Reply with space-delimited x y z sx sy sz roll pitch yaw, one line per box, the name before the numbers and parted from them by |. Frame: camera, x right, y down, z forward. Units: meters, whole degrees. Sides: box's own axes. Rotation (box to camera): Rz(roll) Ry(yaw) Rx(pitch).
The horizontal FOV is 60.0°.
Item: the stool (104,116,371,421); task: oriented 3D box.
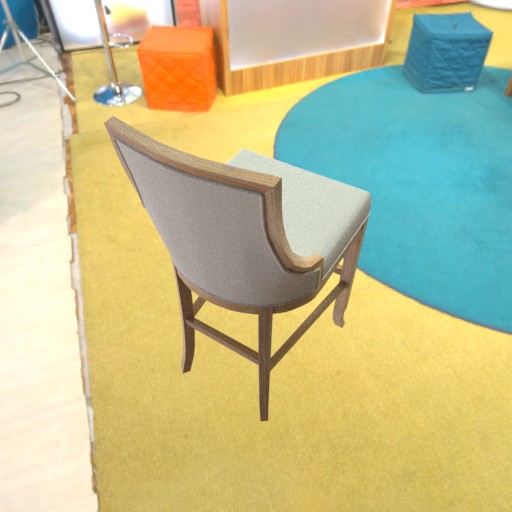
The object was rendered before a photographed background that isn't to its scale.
stool | 0.000 0.000 1.451 0.524 1.101 0.626 24 51 22
